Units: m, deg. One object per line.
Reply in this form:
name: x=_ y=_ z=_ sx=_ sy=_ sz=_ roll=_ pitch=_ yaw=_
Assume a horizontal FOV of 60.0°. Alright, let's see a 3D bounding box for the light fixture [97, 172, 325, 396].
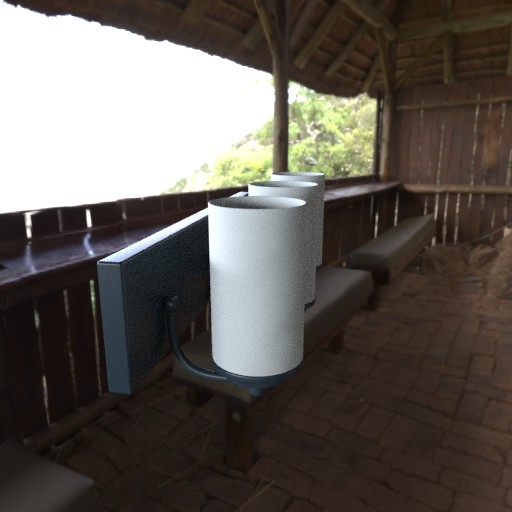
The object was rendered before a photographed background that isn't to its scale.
light fixture: x=0.000 y=0.000 z=0.530 sx=0.145 sy=0.172 sz=0.451 roll=3 pitch=15 yaw=11
